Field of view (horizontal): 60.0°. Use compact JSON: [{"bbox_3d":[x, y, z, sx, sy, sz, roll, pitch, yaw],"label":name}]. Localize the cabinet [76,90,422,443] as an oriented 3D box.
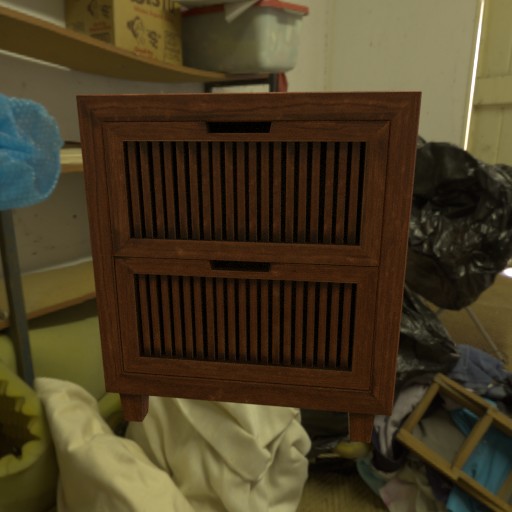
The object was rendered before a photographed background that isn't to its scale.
[{"bbox_3d":[0.000,0.000,1.051,0.607,0.695,0.410,2,15,8],"label":"cabinet"}]
